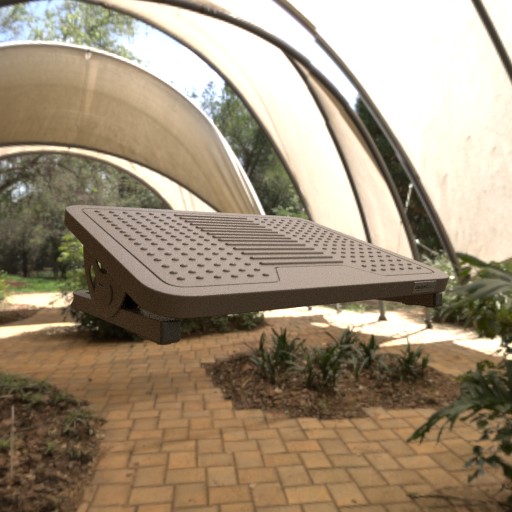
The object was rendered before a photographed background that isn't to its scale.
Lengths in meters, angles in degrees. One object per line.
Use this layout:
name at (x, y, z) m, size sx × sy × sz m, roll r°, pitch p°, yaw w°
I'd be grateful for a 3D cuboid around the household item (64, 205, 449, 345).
household item at (0.000, 0.000, 0.541) m, size 0.390 × 0.126 × 0.301 m, roll -1°, pitch 1°, yaw -36°
